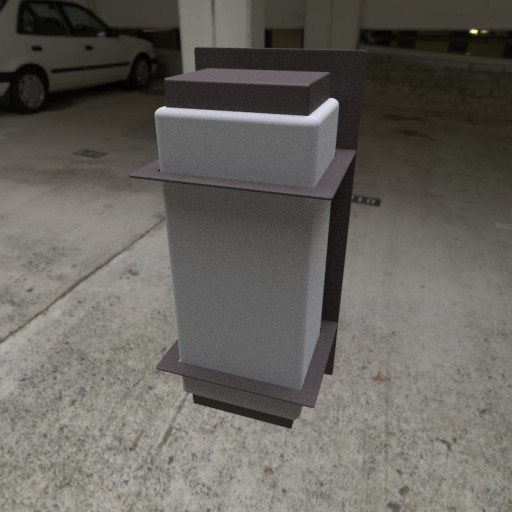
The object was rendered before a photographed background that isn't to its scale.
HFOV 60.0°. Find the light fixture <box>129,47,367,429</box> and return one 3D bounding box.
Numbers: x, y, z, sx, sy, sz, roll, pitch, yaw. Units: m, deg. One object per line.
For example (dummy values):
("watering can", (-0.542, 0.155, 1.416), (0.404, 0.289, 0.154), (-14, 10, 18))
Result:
("light fixture", (0.000, 0.000, 0.415), (0.153, 0.347, 0.146), (9, 29, 16))
